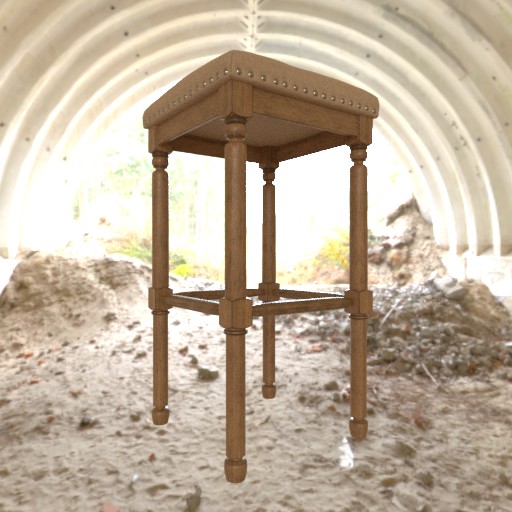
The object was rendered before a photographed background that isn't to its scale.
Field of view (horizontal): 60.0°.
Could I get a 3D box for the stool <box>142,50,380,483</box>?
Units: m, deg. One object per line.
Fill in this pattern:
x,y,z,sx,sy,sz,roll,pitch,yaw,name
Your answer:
0.000,0.000,0.984,0.382,0.768,0.383,0,0,-36,stool
